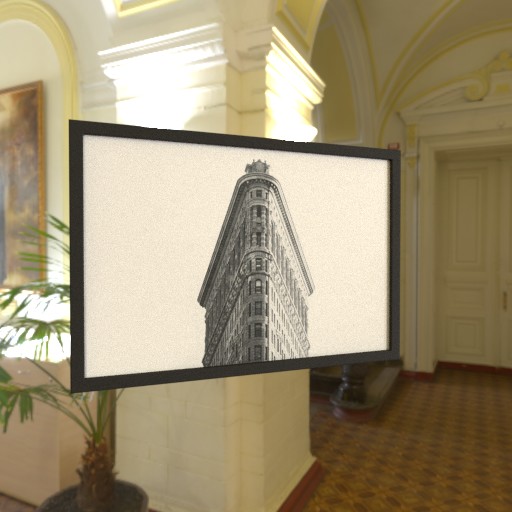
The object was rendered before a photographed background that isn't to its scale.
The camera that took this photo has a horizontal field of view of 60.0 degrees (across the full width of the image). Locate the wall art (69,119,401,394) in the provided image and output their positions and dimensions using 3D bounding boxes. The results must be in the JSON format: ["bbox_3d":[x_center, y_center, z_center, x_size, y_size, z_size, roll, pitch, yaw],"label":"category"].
[{"bbox_3d":[0.000,0.000,1.243,0.964,0.659,0.049,0,1,-19],"label":"wall art"}]
